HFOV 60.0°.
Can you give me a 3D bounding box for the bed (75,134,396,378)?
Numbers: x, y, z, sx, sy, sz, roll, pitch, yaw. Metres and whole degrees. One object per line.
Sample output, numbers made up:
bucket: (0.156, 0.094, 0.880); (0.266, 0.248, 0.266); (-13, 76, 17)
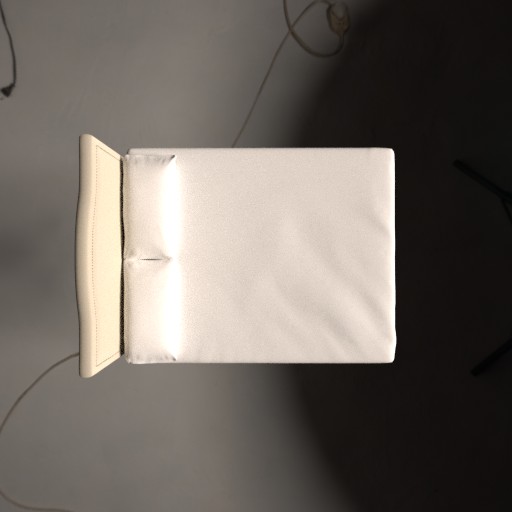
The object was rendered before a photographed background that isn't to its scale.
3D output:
bed: (0.000, 0.000, 3.713); (2.477, 1.437, 1.977); (0, 90, 0)
